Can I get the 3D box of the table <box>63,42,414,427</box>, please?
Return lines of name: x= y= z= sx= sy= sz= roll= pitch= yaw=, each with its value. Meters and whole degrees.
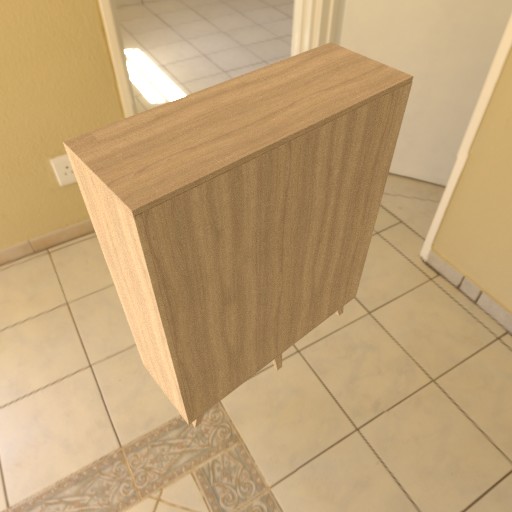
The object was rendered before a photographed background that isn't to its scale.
table: x=0.000 y=0.000 z=1.910 sx=1.111 sy=1.388 sz=0.398 roll=-32 pitch=54 yaw=-26
